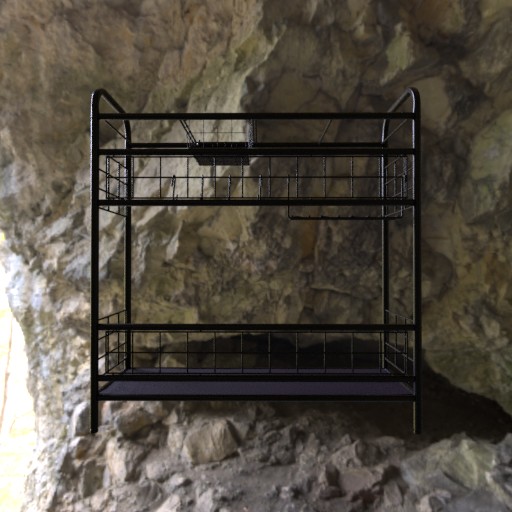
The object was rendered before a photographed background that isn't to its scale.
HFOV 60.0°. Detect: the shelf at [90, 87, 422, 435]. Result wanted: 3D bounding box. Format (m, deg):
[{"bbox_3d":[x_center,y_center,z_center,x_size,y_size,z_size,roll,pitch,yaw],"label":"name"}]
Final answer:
[{"bbox_3d":[0.000,0.000,1.448,0.961,1.026,0.350,0,-1,1],"label":"shelf"}]
